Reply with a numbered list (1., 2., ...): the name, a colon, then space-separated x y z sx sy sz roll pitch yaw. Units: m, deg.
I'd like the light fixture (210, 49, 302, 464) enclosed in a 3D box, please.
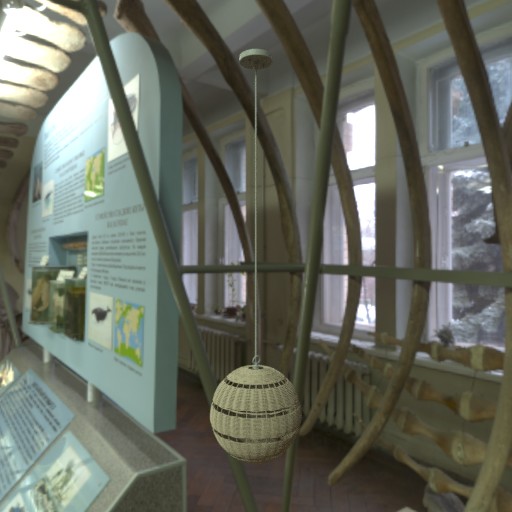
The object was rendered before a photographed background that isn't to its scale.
1. light fixture: 0.000 0.000 2.232 0.457 2.019 0.457 1 -1 -37
